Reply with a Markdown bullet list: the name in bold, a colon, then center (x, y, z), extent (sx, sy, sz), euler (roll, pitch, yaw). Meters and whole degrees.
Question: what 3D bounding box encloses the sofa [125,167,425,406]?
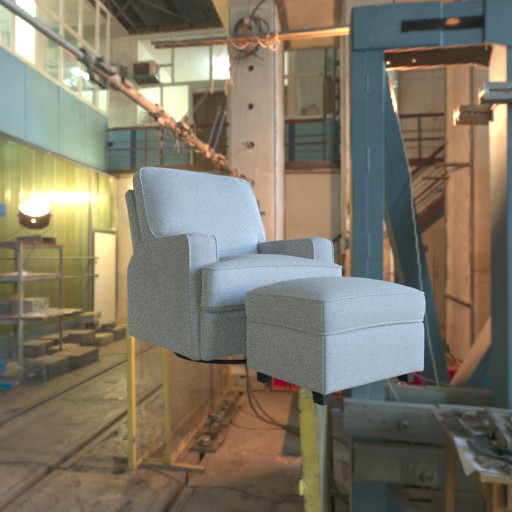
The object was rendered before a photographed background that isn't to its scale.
- **sofa**: center (0.000, 0.000, 2.106), extent (0.861, 0.959, 1.472), euler (0, 0, -36)
